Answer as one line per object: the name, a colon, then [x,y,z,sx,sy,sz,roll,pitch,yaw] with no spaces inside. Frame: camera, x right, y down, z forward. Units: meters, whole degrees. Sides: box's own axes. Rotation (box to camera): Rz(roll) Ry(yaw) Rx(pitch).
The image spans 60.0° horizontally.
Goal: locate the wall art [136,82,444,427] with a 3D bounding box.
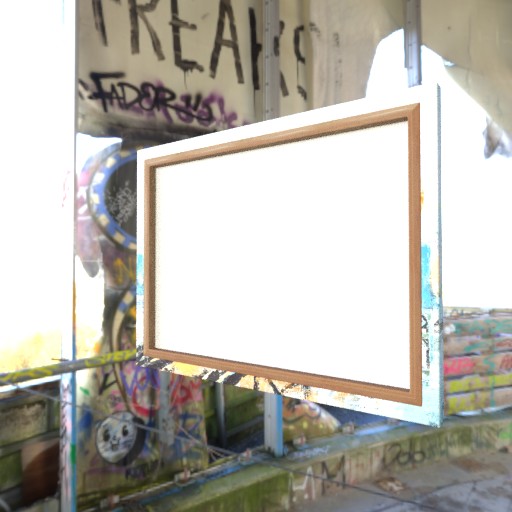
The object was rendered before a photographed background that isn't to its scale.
wall art: [0.000,0.000,1.284,1.016,0.762,0.038,-1,-1,36]
